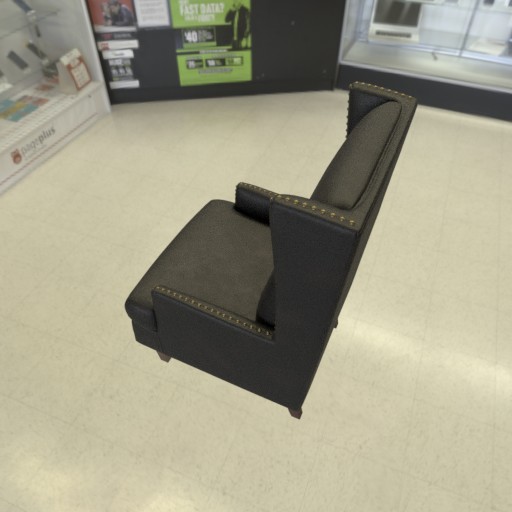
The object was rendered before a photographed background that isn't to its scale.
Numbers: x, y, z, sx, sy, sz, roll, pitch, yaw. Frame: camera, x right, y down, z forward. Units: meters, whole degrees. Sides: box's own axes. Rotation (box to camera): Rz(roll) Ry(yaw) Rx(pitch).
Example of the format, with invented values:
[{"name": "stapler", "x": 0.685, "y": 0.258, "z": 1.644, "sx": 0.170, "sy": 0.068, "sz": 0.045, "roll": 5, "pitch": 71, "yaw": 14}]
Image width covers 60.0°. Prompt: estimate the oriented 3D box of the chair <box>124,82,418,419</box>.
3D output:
[{"name": "chair", "x": 0.000, "y": 0.000, "z": 1.652, "sx": 0.799, "sy": 1.142, "sz": 0.703, "roll": 18, "pitch": 48, "yaw": 17}]
